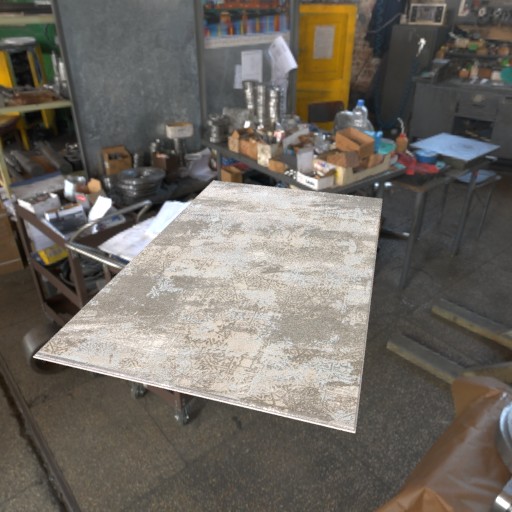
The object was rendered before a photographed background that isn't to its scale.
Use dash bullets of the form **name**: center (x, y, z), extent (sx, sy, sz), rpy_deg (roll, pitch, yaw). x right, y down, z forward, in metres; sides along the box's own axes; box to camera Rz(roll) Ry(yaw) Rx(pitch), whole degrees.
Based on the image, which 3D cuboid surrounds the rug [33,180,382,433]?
- **rug**: center (0.000, 0.000, 2.959), extent (1.536, 0.012, 2.431), rpy_deg (8, 32, 14)
